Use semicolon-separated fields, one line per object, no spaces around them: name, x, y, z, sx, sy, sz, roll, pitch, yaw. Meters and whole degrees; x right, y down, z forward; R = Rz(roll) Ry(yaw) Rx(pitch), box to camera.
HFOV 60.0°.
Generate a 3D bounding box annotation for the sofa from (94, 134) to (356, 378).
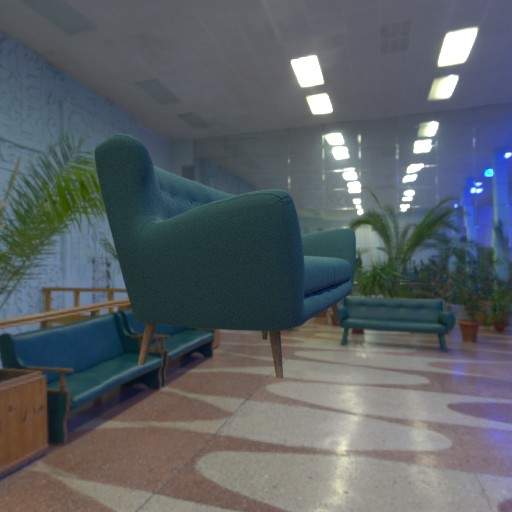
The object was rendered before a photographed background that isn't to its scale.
sofa;0.000;0.000;2.397;0.889;0.890;1.930;0;-1;19
